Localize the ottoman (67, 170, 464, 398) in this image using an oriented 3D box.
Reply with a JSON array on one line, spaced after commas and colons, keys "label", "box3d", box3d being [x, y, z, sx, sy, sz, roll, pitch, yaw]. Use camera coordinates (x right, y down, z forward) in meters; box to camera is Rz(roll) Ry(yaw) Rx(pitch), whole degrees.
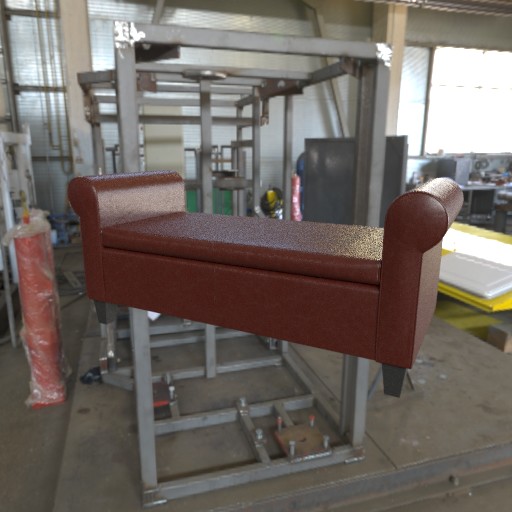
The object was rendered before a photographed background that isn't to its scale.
[{"label": "ottoman", "box3d": [0.000, 0.000, 1.555, 1.256, 0.547, 0.521, 7, 16, 27]}]
